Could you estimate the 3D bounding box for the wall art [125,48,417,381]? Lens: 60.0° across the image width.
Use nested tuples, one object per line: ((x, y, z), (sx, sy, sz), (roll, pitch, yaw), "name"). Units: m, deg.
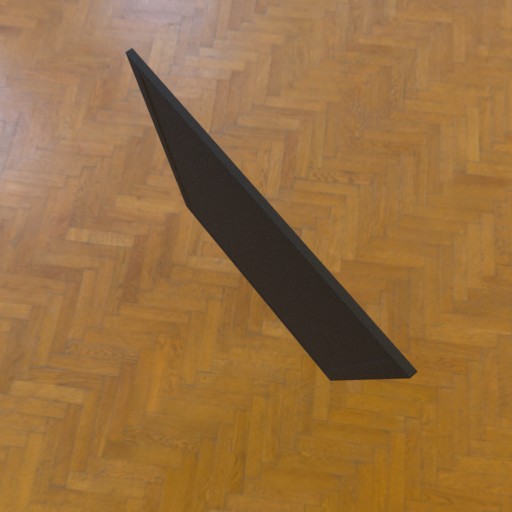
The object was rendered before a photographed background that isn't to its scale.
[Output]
((0.000, 0.000, 0.823), (0.012, 0.558, 0.562), (-38, 77, -10), "wall art")
